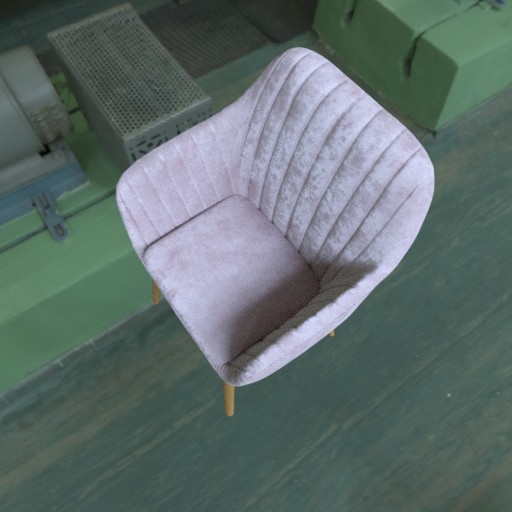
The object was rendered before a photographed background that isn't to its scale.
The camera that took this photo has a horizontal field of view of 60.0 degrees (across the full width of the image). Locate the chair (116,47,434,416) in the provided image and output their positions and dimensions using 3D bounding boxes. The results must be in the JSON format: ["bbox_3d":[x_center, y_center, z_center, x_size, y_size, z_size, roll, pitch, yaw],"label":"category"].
[{"bbox_3d":[0.000,0.000,1.198,0.570,0.832,0.610,-33,68,-15],"label":"chair"}]
